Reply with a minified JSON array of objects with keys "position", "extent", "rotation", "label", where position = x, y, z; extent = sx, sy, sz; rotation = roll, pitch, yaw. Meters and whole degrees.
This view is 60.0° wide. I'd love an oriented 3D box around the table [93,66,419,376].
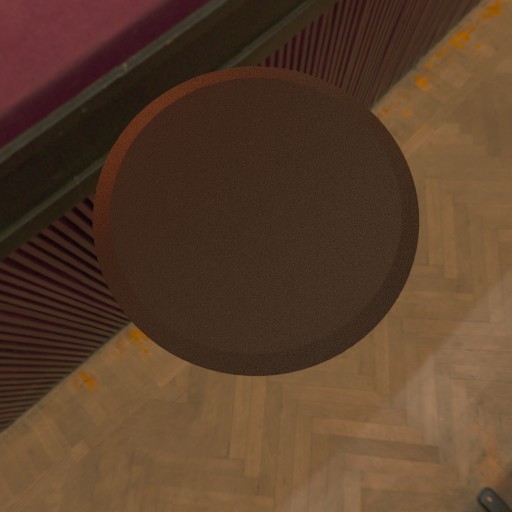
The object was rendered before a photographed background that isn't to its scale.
[{"position":[0.000,0.000,0.896],"extent":[0.457,0.585,0.457],"rotation":[0,76,0],"label":"table"}]
